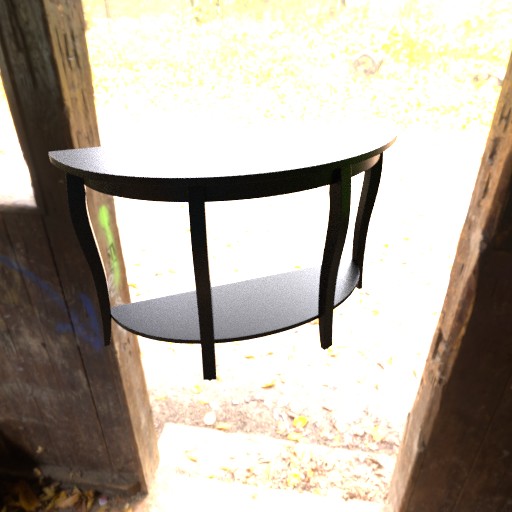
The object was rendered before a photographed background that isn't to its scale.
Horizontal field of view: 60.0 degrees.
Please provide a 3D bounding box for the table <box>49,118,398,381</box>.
[{"bbox_3d":[0.000,0.000,1.590,1.219,0.780,0.394,-11,33,-17],"label":"table"}]
